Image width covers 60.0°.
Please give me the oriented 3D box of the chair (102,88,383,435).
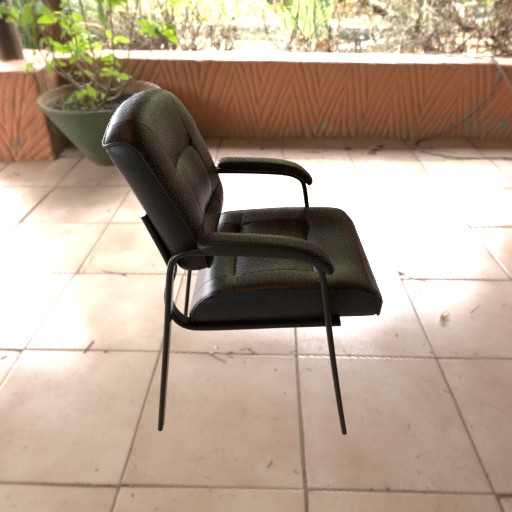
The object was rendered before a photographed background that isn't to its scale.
[{"bbox_3d":[0.000,0.000,1.313,0.668,0.910,0.591,0,32,1],"label":"chair"}]
